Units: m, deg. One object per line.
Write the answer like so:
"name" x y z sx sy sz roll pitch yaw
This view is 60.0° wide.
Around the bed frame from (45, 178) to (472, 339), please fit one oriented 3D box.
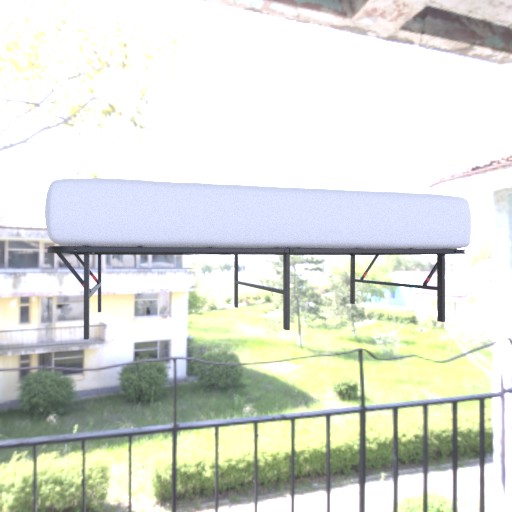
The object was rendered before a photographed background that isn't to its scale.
"bed frame" 0.000 0.000 2.353 1.908 0.640 1.025 0 0 -16
